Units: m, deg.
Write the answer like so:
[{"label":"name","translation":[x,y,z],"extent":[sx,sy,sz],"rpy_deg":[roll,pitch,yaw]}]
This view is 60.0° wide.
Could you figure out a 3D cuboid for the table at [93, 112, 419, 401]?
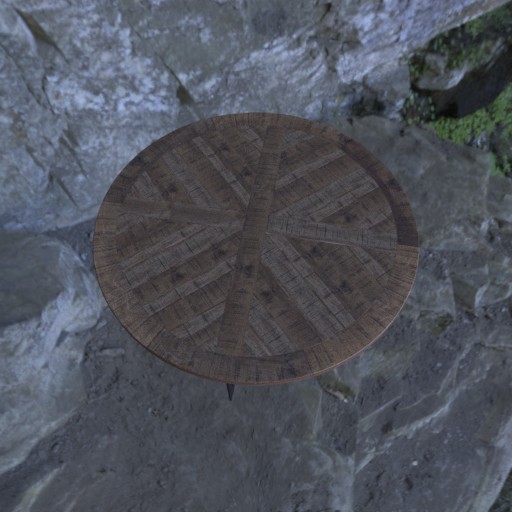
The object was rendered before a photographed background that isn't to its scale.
[{"label":"table","translation":[0.000,0.000,1.963],"extent":[1.264,0.516,1.264],"rpy_deg":[0,59,0]}]
